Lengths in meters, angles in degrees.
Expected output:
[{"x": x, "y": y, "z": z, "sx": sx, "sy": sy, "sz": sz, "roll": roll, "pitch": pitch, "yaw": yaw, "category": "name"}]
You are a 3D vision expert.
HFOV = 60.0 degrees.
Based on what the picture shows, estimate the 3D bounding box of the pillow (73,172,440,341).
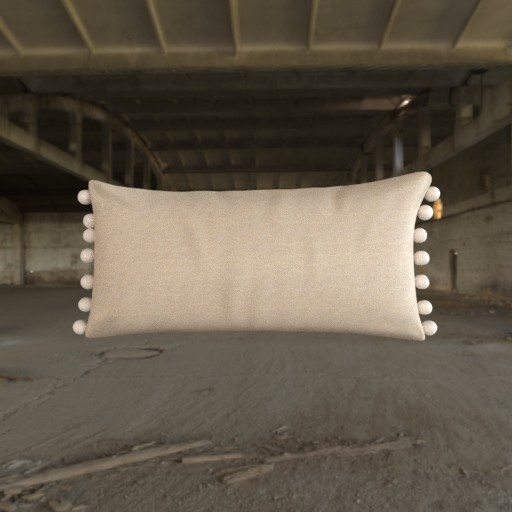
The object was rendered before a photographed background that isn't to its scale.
[{"x": 0.000, "y": 0.000, "z": 0.846, "sx": 0.709, "sy": 0.322, "sz": 0.201, "roll": 0, "pitch": -1, "yaw": 1, "category": "pillow"}]
